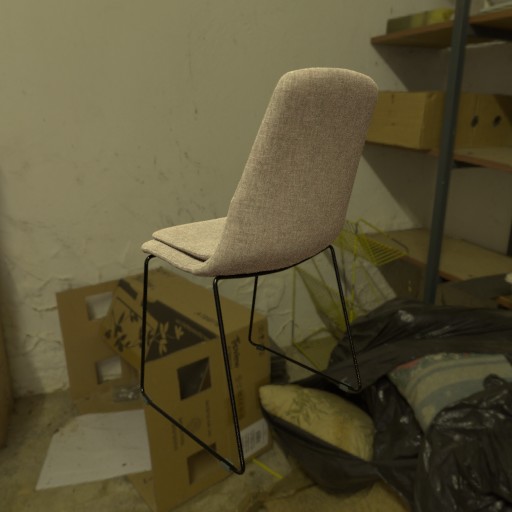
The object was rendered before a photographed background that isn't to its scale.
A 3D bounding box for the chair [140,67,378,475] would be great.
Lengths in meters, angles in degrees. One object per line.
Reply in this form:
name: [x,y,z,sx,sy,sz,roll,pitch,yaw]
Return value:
chair: [0.000,0.000,1.151,0.479,0.858,0.518,-15,22,-42]
